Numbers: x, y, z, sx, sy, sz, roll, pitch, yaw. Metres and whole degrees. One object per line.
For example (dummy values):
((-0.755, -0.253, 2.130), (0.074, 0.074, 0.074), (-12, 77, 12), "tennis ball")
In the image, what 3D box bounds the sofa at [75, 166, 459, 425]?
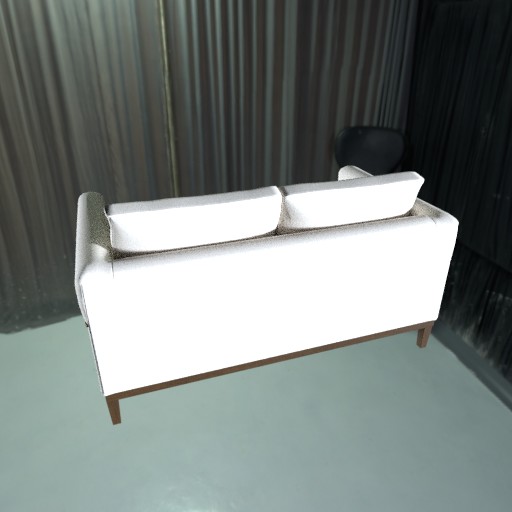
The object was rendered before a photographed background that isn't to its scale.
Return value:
((0.000, 0.000, 2.180), (1.598, 0.873, 0.905), (-9, 28, -17), "sofa")
